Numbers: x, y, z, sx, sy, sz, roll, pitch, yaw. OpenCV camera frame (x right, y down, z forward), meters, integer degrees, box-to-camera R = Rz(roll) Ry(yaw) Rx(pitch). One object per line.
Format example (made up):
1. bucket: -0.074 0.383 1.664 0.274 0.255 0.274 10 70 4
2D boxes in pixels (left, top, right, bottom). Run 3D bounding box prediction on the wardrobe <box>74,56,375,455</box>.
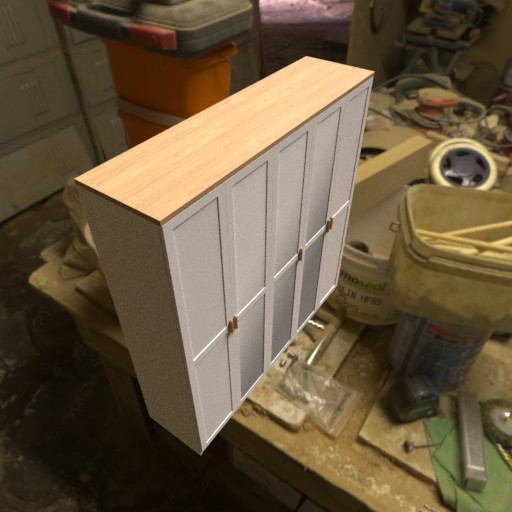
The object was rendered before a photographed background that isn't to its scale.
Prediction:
1. wardrobe: 0.000 0.000 3.396 0.590 2.260 2.160 26 48 26
